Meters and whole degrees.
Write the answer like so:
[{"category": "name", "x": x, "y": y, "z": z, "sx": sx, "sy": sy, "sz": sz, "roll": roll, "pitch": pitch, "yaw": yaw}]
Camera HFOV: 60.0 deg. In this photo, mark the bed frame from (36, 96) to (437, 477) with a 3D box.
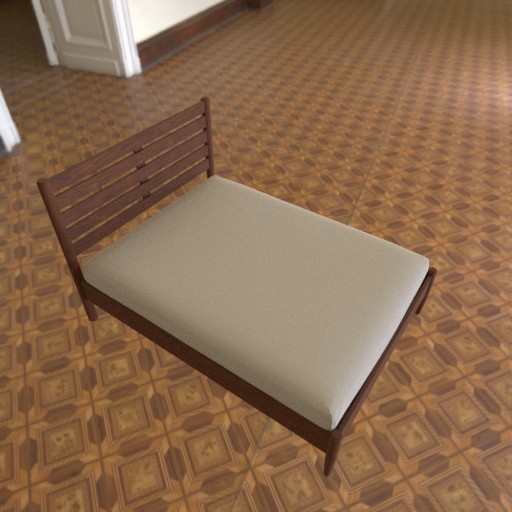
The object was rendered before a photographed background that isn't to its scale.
[{"category": "bed frame", "x": 0.000, "y": 0.000, "z": 3.230, "sx": 2.234, "sy": 1.321, "sz": 1.655, "roll": 25, "pitch": 47, "yaw": 25}]
